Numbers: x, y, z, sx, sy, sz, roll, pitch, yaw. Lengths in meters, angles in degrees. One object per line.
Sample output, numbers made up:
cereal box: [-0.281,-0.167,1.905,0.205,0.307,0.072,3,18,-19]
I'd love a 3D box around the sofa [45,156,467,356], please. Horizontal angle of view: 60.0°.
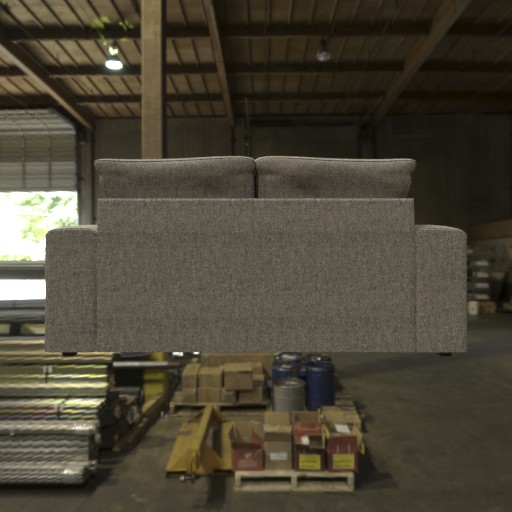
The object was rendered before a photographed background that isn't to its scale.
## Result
sofa: [0.000,0.000,2.387,1.758,0.877,1.094,0,-1,0]
